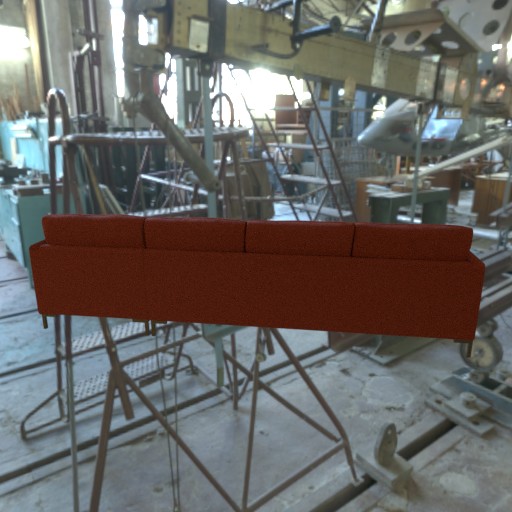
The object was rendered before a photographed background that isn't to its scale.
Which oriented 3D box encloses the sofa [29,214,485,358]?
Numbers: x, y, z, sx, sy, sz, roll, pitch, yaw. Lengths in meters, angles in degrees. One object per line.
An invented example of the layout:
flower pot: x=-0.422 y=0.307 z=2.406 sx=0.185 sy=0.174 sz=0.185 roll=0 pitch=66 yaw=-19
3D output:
sofa: x=0.000 y=0.000 z=3.433 sx=2.932 sy=0.810 sz=1.350 roll=2 pitch=17 yaw=8
